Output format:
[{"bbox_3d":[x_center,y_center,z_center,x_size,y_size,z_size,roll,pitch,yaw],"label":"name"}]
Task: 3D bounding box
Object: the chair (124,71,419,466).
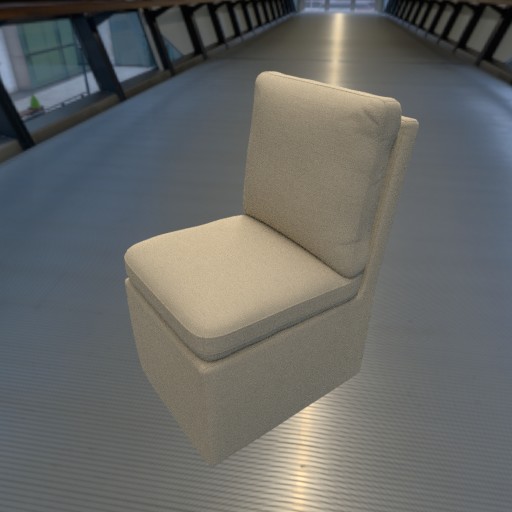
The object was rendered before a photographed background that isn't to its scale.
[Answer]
[{"bbox_3d":[0.000,0.000,1.313,0.698,0.927,0.503,-21,37,-30],"label":"chair"}]
